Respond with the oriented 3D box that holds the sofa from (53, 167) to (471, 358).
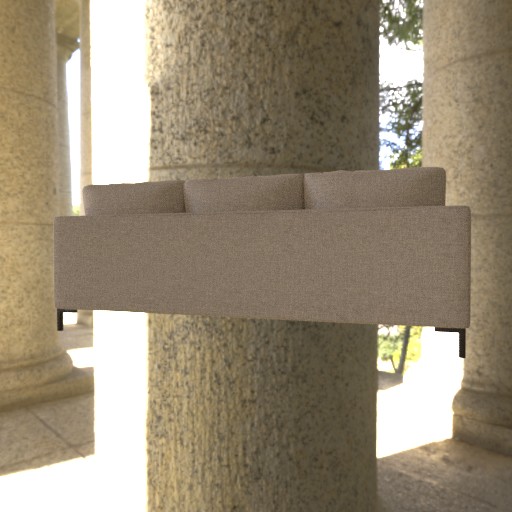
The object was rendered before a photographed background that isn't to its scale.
[{"bbox_3d":[0.000,0.000,2.644,2.218,0.874,0.859,0,1,17],"label":"sofa"}]
